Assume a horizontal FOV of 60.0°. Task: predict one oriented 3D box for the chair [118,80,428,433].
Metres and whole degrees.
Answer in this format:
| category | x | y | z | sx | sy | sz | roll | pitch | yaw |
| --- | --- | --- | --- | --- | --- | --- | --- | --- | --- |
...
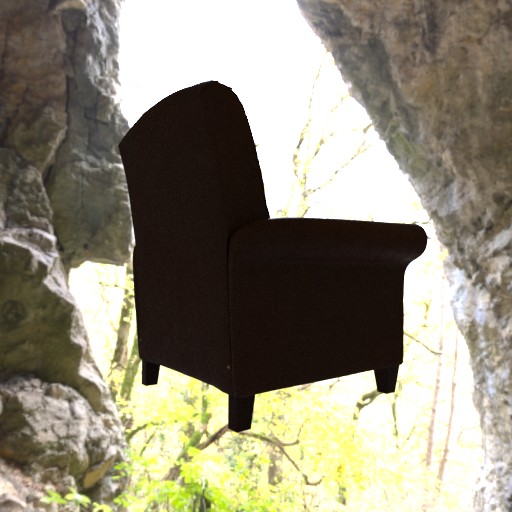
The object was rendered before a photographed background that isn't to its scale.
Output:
| category | x | y | z | sx | sy | sz | roll | pitch | yaw |
| --- | --- | --- | --- | --- | --- | --- | --- | --- | --- |
| chair | 0.000 | 0.000 | 1.780 | 0.902 | 1.061 | 0.978 | 2 | -3 | -36 |
